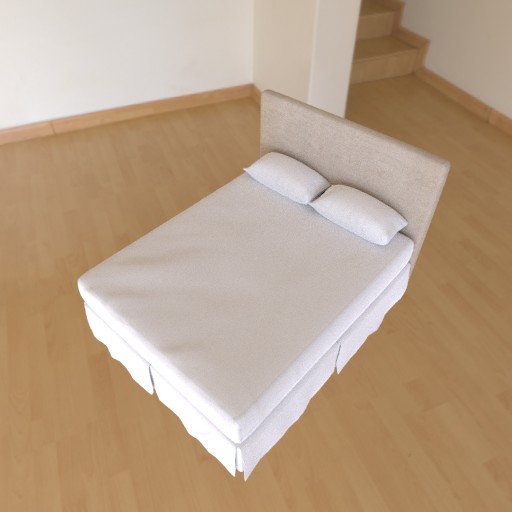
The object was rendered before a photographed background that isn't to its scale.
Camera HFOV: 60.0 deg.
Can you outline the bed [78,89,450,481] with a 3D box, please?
[{"bbox_3d":[0.000,0.000,3.246,1.713,1.330,2.162,33,54,28],"label":"bed"}]
